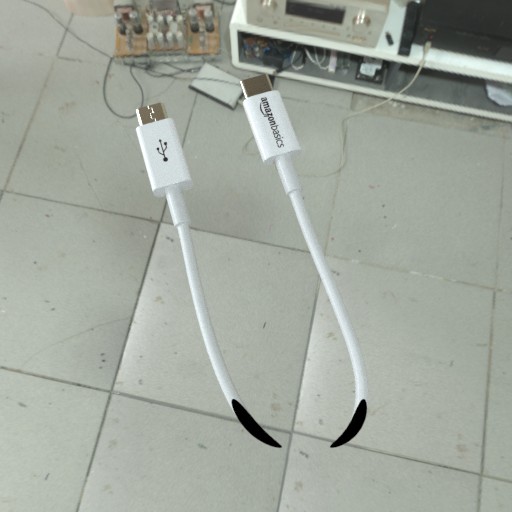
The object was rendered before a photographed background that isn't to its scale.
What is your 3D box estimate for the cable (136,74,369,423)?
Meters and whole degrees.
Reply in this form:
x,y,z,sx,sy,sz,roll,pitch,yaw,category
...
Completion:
x,y,z,sx,sy,sz,roll,pitch,yaw,category
0.000,0.000,0.110,0.040,0.006,0.098,-17,75,-5,cable
